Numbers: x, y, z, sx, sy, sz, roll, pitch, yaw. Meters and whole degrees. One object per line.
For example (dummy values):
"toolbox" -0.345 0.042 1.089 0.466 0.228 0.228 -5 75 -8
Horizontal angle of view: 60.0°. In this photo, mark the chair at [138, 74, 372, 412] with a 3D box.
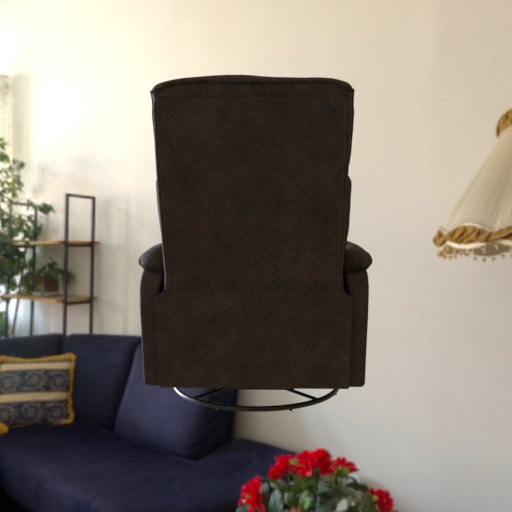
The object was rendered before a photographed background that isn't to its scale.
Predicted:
"chair" 0.000 0.000 1.705 0.830 1.035 1.009 0 0 2
